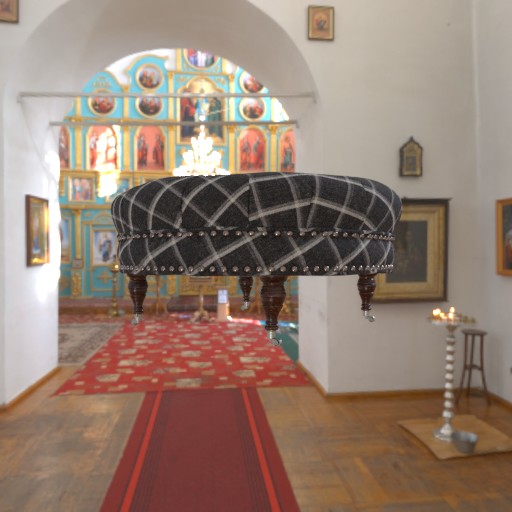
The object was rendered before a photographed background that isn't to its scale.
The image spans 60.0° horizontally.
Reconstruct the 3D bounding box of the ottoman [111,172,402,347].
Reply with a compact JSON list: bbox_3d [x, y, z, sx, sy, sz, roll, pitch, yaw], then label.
[{"bbox_3d":[0.000,0.000,1.431,0.901,0.439,0.901,0,-1,0],"label":"ottoman"}]
